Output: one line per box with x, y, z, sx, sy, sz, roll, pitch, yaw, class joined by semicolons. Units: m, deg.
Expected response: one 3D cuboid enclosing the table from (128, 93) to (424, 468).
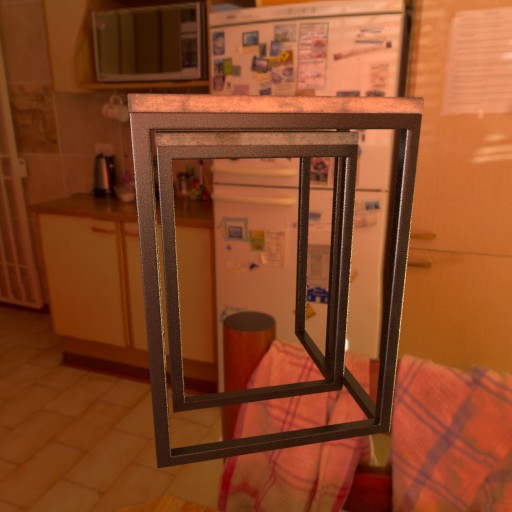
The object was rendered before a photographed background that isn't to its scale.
0.000;0.000;0.936;0.456;0.615;0.460;-3;17;-10;table
